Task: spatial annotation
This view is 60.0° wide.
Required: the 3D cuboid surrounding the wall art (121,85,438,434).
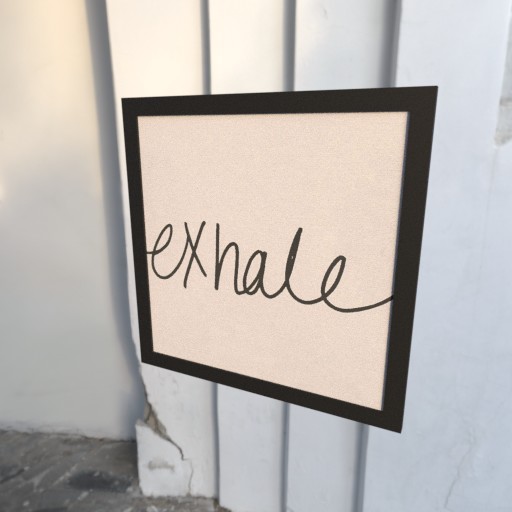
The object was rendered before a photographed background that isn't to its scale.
[{"bbox_3d":[0.000,0.000,0.516,0.358,0.357,0.012,7,17,25],"label":"wall art"}]
